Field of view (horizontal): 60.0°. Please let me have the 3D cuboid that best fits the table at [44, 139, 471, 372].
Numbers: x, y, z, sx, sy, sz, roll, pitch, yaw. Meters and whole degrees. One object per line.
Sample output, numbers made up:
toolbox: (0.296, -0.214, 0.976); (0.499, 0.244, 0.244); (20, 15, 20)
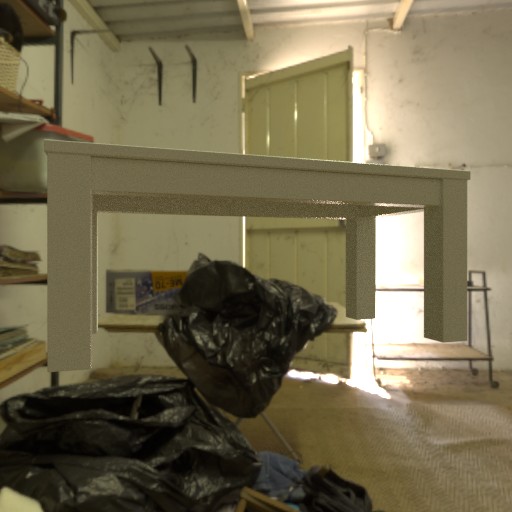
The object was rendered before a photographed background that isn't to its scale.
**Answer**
table: (0.000, 0.000, 2.202); (1.800, 0.790, 0.900); (0, 0, -18)
